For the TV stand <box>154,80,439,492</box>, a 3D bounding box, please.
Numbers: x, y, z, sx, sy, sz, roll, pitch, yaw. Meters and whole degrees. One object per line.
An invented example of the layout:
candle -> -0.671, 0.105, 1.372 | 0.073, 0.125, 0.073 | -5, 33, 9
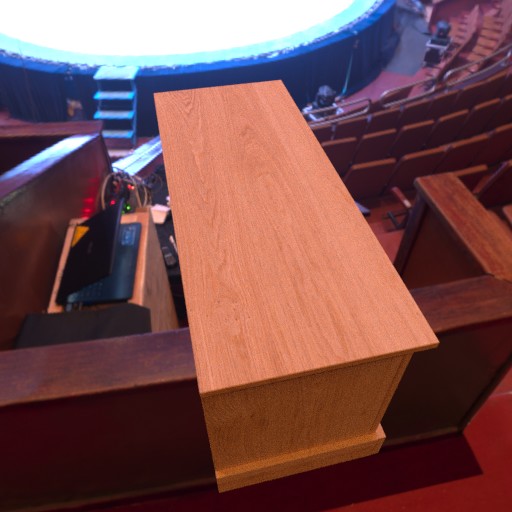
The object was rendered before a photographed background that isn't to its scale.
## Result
TV stand -> 0.000, 0.000, 1.323 | 0.440, 0.550, 1.080 | -10, 47, -9
